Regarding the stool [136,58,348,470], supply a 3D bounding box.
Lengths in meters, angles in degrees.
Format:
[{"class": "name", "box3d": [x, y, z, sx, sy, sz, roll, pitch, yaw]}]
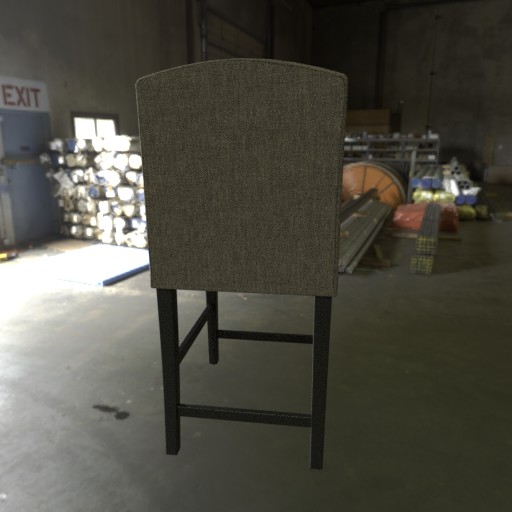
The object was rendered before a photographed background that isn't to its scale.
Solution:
[{"class": "stool", "box3d": [0.000, 0.000, 1.271, 0.451, 0.966, 0.552, 2, 15, 8]}]
